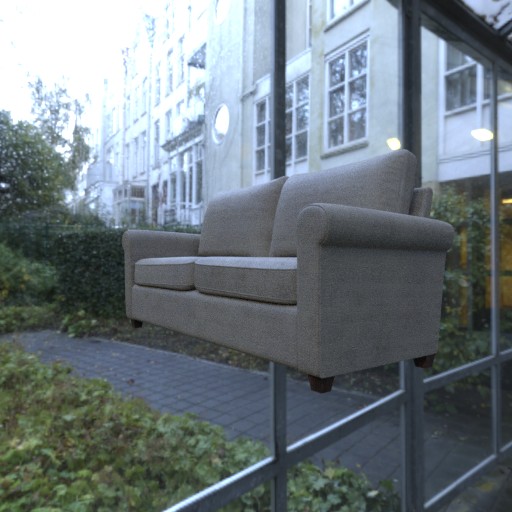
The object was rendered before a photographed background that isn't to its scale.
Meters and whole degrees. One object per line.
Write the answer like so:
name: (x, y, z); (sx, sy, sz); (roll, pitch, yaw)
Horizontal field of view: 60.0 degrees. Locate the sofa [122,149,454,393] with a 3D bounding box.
sofa: (0.000, 0.000, 2.445); (0.842, 0.942, 1.935); (0, 0, -36)
